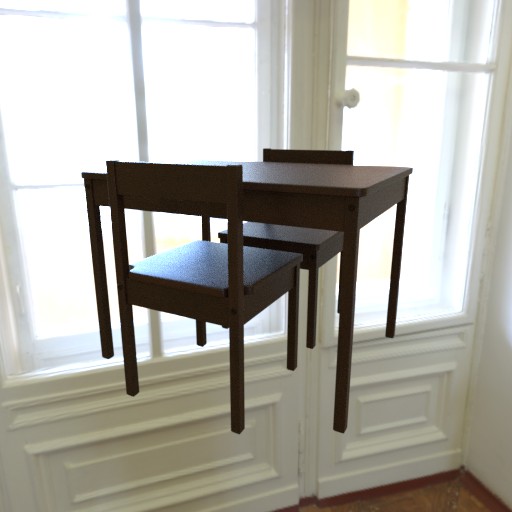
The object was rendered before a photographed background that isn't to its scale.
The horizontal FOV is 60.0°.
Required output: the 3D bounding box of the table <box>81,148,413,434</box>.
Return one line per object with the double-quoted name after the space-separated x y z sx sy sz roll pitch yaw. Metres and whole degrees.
0.000 0.000 1.119 0.650 0.503 0.672 8 18 27 "table"
